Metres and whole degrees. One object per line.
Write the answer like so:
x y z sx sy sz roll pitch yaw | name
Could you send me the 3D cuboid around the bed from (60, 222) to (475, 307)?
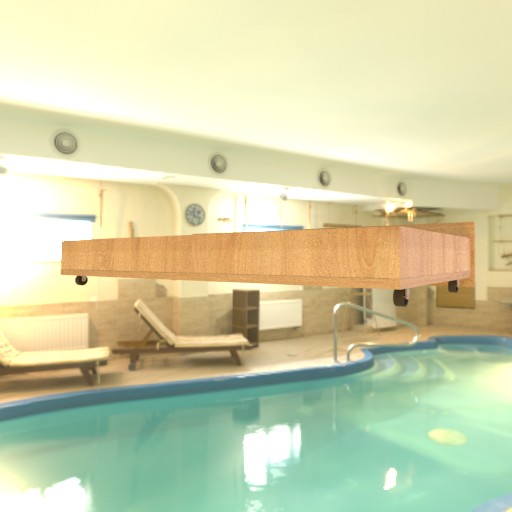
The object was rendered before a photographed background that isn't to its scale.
0.000 0.000 1.463 1.200 0.209 0.685 0 0 37 | bed
